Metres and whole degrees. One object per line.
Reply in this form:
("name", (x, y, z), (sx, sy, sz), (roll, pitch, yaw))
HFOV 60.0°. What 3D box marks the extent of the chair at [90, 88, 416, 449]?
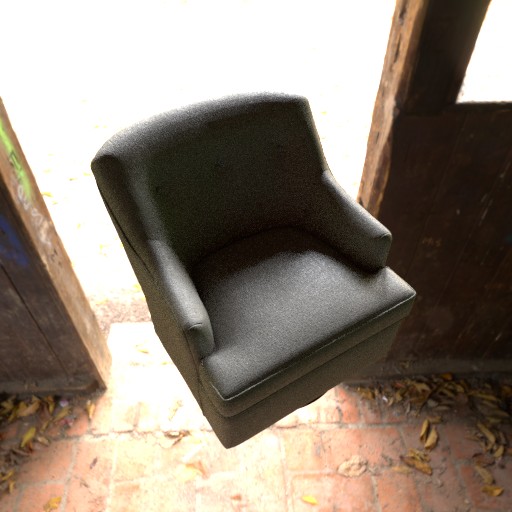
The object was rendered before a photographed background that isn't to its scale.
("chair", (0.000, 0.000, 1.647), (0.864, 0.856, 0.923), (-24, 50, -21))
